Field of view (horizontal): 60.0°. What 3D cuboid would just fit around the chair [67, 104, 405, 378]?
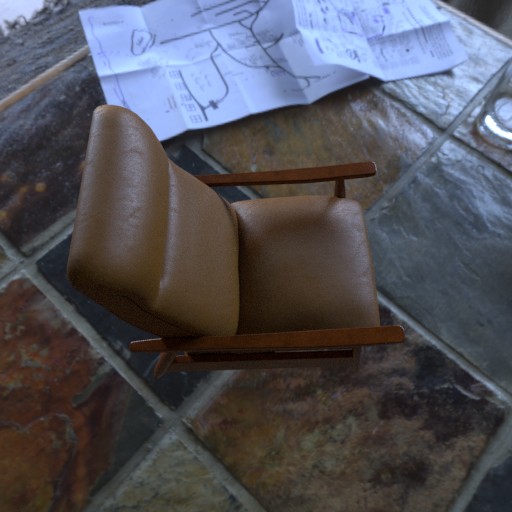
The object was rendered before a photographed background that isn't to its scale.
[{"bbox_3d":[0.000,0.000,1.752,1.014,1.082,0.762,-1,65,-1],"label":"chair"}]
